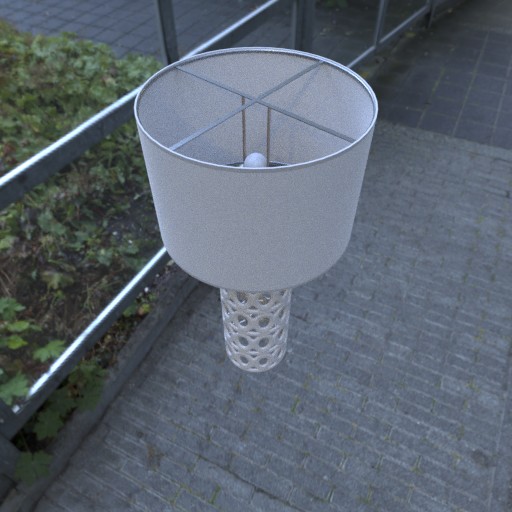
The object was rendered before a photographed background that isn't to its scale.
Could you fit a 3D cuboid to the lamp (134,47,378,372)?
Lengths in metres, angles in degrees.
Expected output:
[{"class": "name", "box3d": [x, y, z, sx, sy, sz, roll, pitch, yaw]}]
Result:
[{"class": "lamp", "box3d": [0.000, 0.000, 0.834, 0.325, 0.636, 0.324, 32, 55, 26]}]
